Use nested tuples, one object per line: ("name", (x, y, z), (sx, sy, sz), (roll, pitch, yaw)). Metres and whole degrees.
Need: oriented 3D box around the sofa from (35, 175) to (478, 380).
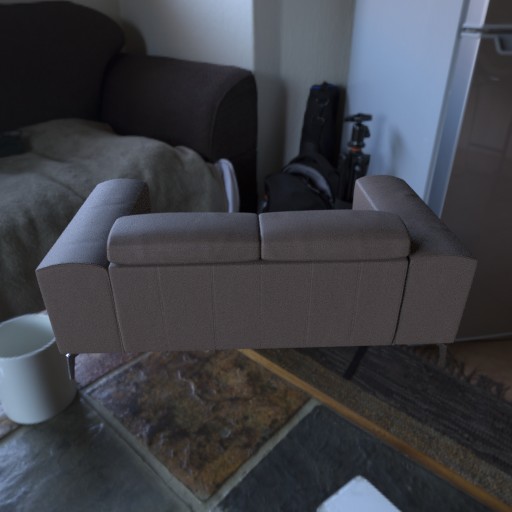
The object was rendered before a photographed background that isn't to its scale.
("sofa", (0.000, 0.000, 2.393), (1.895, 0.779, 1.003), (-1, 31, -2))
